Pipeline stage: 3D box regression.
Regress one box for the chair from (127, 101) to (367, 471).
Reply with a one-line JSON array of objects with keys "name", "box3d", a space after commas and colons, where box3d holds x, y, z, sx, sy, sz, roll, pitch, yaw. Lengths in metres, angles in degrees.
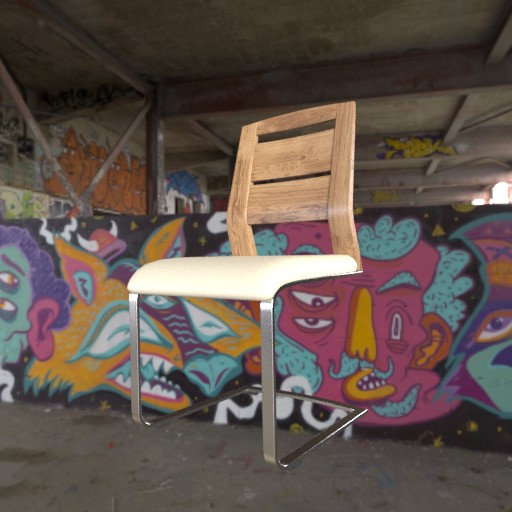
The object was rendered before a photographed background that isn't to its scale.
[{"name": "chair", "box3d": [0.000, 0.000, 1.254, 0.457, 0.955, 0.561, -1, -1, 36]}]
